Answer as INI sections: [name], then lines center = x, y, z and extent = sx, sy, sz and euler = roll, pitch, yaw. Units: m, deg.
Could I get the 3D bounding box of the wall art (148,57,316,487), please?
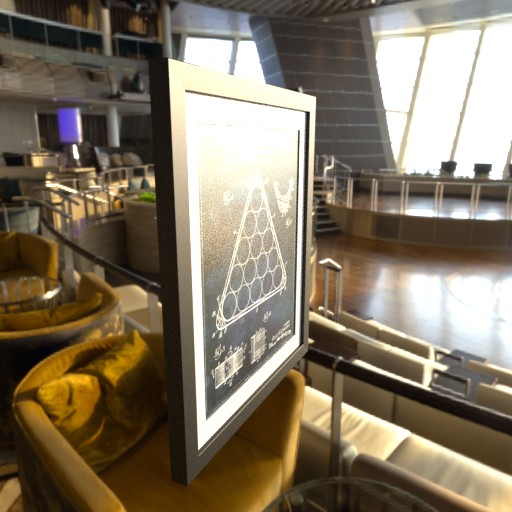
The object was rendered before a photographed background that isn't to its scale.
[wall art]
center = 0.000, 0.000, 0.695
extent = 0.025, 0.508, 0.432
euler = 7, 16, 26
